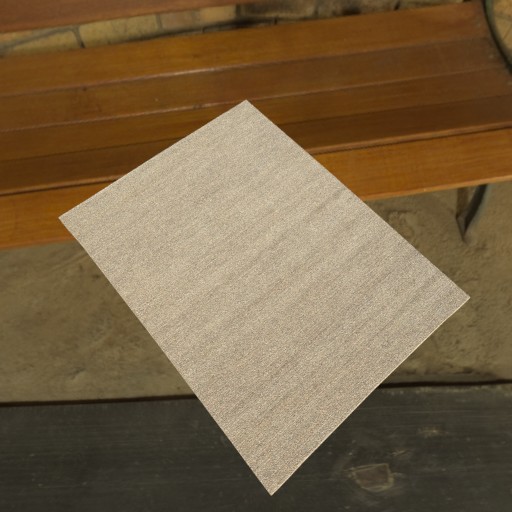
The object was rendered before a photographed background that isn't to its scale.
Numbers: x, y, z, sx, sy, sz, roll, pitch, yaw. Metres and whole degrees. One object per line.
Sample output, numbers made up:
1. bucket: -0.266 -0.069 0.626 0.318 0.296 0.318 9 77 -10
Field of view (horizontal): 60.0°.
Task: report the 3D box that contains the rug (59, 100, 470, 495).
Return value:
1. rug: 0.000 0.000 4.769 2.757 0.051 3.626 -37 70 -16
